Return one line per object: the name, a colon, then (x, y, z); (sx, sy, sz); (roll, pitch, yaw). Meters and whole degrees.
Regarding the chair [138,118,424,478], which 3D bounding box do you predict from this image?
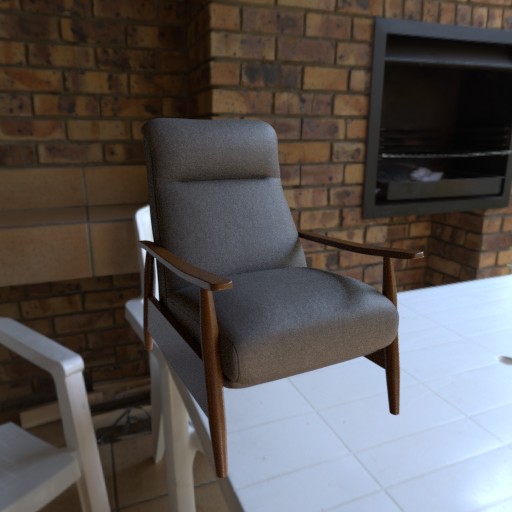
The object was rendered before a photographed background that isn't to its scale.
chair: (0.000, 0.000, 1.773); (0.762, 1.081, 1.014); (-7, 17, -26)
